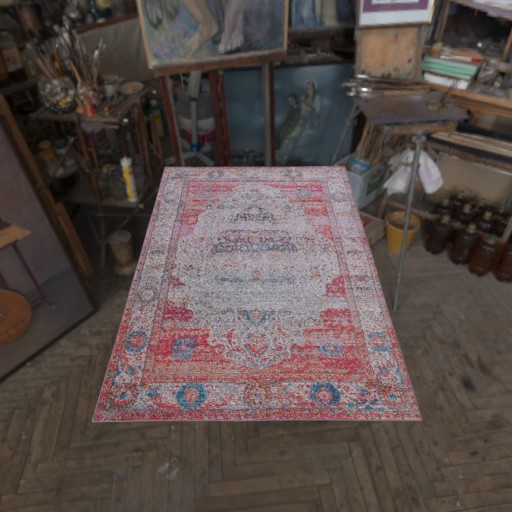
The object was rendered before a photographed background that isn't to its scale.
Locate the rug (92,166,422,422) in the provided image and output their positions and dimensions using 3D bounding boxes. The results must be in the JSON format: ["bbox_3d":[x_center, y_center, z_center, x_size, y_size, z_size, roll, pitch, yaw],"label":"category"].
[{"bbox_3d":[0.000,0.000,2.314,1.219,0.006,1.829,0,42,0],"label":"rug"}]
